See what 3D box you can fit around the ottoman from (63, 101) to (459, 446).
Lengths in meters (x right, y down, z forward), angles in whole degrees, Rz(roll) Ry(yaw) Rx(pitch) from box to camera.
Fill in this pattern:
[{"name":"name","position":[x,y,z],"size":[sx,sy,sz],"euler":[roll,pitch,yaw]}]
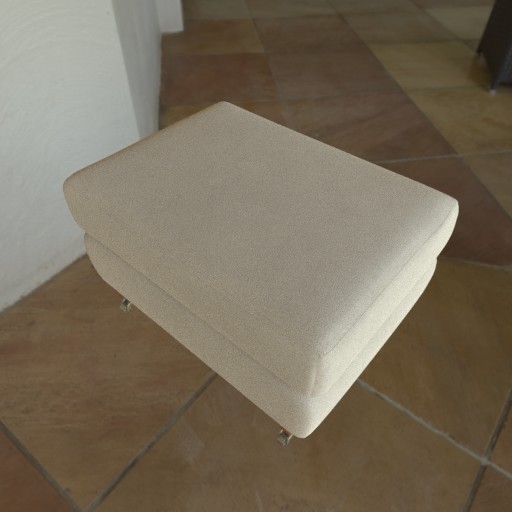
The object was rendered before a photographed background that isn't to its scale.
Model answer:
[{"name":"ottoman","position":[0.000,0.000,1.154],"size":[0.773,0.504,0.569],"euler":[32,53,27]}]
